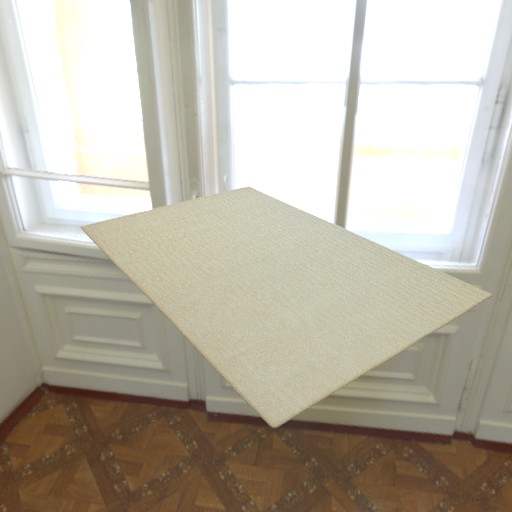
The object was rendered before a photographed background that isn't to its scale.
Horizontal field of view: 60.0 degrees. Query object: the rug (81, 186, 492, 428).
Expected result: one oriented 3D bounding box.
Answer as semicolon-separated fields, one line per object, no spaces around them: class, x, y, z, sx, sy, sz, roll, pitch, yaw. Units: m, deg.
rug;0.000;0.000;2.288;1.238;0.014;1.848;-19;33;-32
